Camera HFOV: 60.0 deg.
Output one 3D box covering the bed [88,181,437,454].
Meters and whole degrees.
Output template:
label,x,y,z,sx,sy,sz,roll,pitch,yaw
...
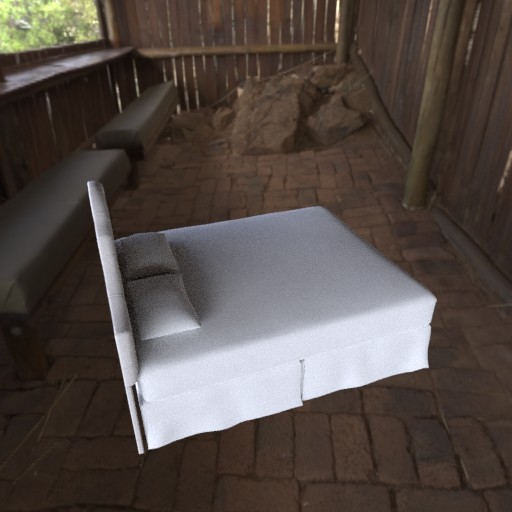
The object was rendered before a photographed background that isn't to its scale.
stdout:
label,x,y,z,sx,sy,sz,roll,pitch,yaw
bed,0.000,0.000,3.836,2.477,1.617,2.039,-11,32,-18
